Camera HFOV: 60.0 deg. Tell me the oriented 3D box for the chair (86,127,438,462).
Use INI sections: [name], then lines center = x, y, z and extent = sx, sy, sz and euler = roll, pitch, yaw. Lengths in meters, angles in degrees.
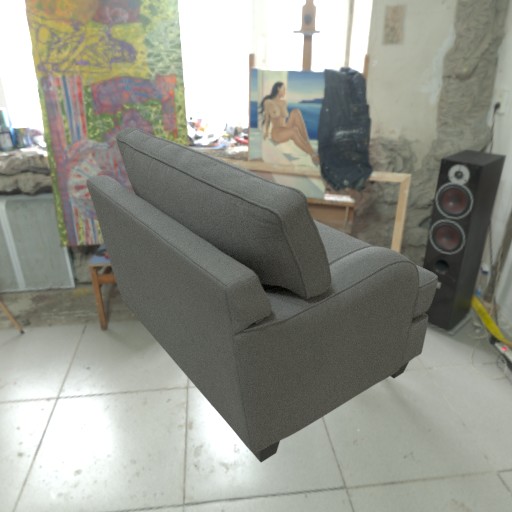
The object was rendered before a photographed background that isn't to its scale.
[chair]
center = 0.000, 0.000, 1.966
extent = 1.041, 1.016, 1.220
euler = -18, 32, -32
